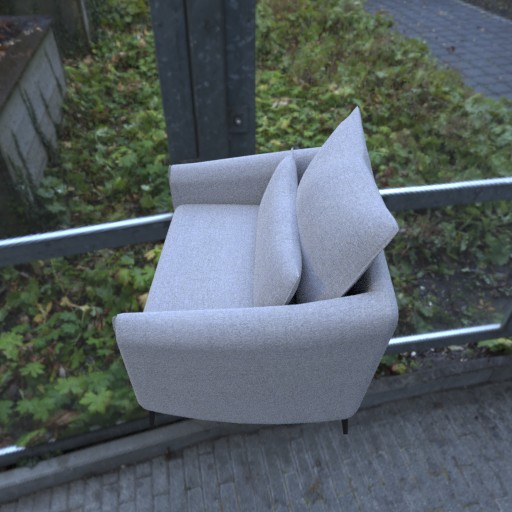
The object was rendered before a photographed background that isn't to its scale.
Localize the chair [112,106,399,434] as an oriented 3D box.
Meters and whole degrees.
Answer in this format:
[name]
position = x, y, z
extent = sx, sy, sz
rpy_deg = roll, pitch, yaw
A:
[chair]
position = 0.000, 0.000, 1.648
extent = 0.801, 0.856, 1.029
rpy_deg = 2, 41, 2
